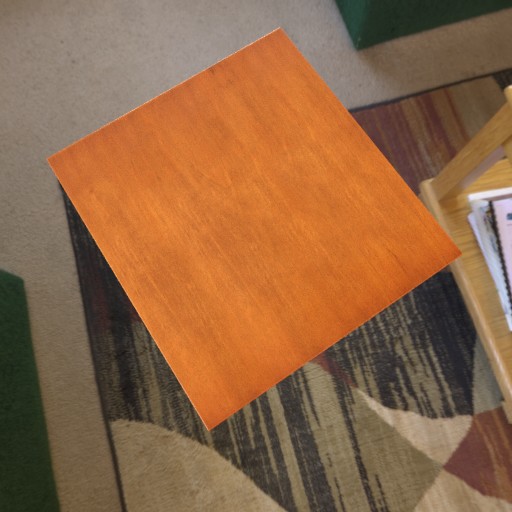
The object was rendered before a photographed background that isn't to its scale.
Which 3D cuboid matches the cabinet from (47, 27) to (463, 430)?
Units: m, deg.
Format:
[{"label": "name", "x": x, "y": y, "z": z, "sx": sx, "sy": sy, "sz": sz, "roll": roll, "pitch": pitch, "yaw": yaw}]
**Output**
[{"label": "cabinet", "x": 0.000, "y": 0.000, "z": 0.856, "sx": 0.401, "sy": 0.579, "sz": 0.409, "roll": -33, "pitch": 78, "yaw": -8}]
